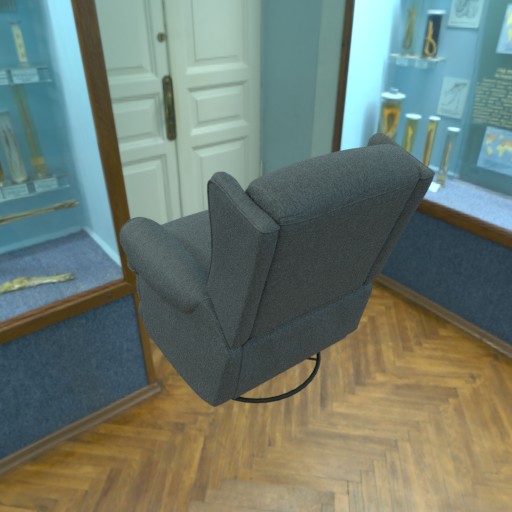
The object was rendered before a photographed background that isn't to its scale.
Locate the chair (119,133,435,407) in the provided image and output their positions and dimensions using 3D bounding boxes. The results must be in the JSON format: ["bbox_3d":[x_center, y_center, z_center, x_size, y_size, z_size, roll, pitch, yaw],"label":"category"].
[{"bbox_3d":[0.000,0.000,1.732,0.847,1.011,0.969,-20,37,-30],"label":"chair"}]
